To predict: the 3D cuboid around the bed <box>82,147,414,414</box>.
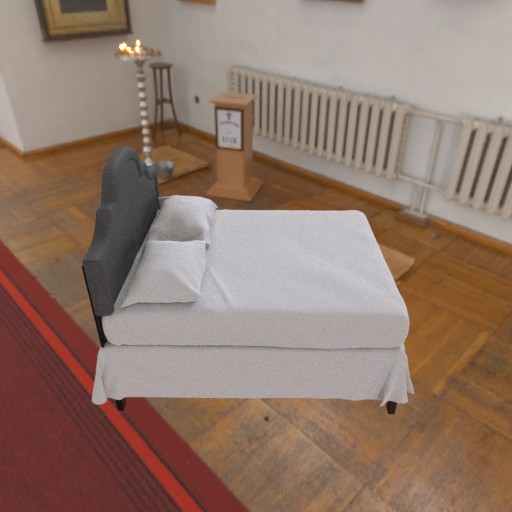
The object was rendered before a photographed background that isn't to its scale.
[{"bbox_3d":[0.000,0.000,3.405,2.222,1.634,1.780,1,32,1],"label":"bed"}]
